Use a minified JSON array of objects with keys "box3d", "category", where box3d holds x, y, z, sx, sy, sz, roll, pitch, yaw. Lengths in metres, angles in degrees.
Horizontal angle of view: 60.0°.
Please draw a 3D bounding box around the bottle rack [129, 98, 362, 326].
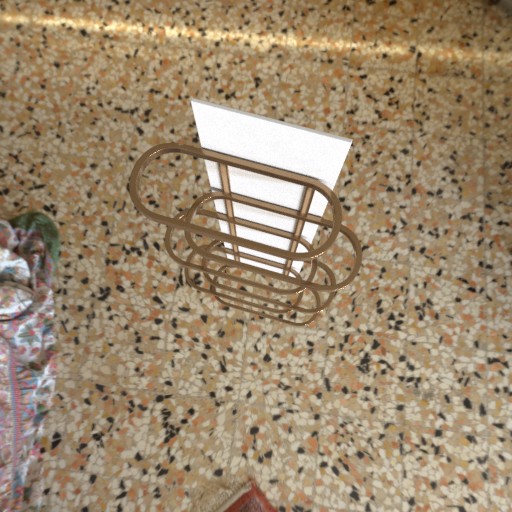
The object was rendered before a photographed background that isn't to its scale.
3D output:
[{"box3d":[0.000,0.000,0.808,0.332,0.709,0.118,16,75,4],"category":"bottle rack"}]
